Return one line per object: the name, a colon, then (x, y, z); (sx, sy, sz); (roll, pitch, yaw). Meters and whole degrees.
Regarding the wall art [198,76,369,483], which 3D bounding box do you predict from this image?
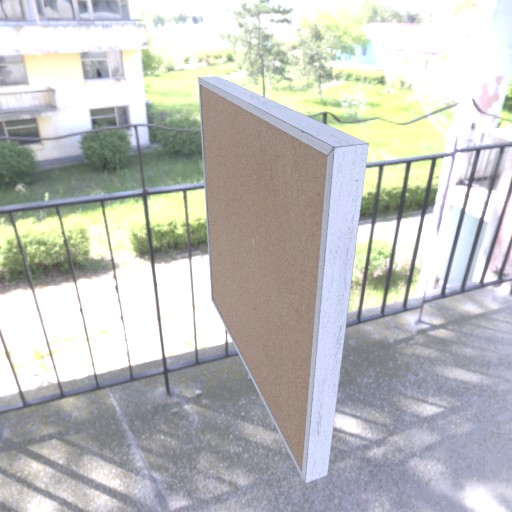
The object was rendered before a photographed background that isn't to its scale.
wall art: (0.000, 0.000, 0.752); (0.038, 0.508, 0.508); (-11, 31, -18)
